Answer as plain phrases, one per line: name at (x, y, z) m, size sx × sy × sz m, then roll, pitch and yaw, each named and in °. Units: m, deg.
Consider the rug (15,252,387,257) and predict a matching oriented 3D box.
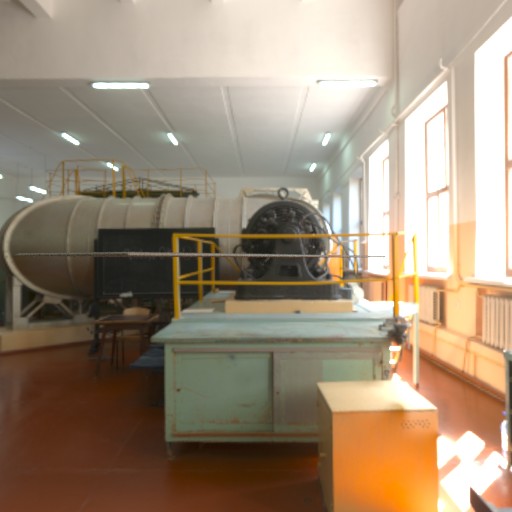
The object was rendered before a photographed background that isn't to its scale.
rug at (0.000, 0.000, 2.363) m, size 0.662 × 0.011 × 2.196 m, roll 0°, pitch 0°, yaw 36°
